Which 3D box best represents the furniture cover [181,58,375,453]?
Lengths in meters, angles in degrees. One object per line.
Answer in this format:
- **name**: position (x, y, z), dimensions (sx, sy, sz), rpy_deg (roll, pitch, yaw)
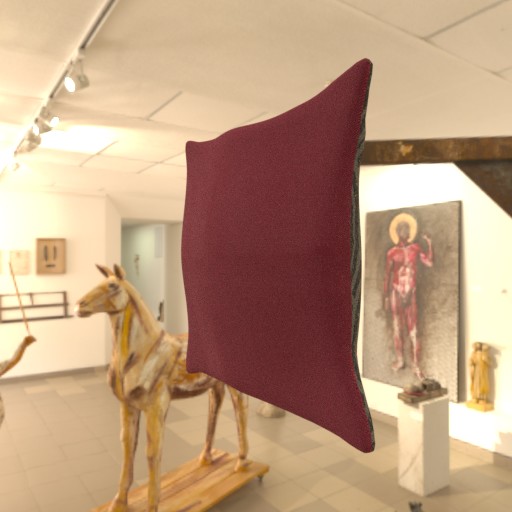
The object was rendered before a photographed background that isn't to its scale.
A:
- **furniture cover**: position (0.000, 0.000, 0.777), dimensions (0.163, 0.513, 0.514), rpy_deg (0, -1, -35)
